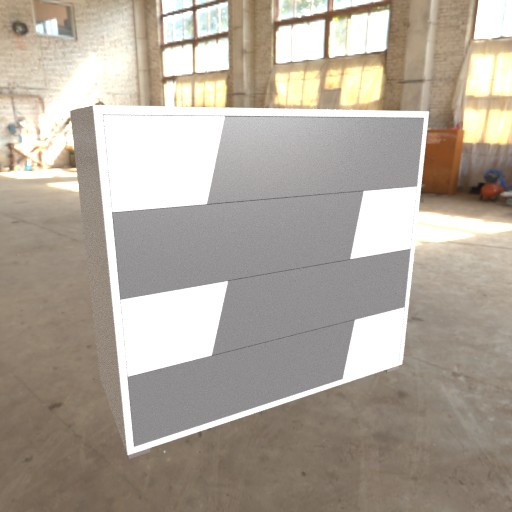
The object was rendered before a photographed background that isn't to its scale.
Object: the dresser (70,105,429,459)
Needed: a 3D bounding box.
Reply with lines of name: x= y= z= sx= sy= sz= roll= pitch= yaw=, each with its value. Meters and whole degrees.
dresser: x=0.000 y=0.000 z=1.607 sx=1.100 sy=1.000 sz=0.460 roll=-9 pitch=19 yaw=-27
